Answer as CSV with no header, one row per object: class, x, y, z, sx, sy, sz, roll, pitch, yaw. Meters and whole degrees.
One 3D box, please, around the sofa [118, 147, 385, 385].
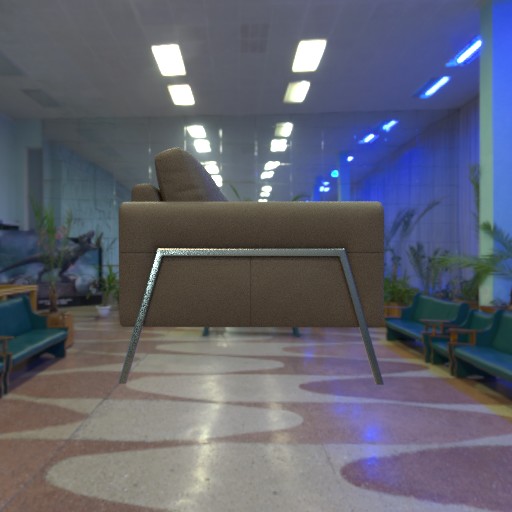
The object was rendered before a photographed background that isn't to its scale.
sofa,0.000,0.000,2.545,0.953,0.875,2.017,0,1,1
